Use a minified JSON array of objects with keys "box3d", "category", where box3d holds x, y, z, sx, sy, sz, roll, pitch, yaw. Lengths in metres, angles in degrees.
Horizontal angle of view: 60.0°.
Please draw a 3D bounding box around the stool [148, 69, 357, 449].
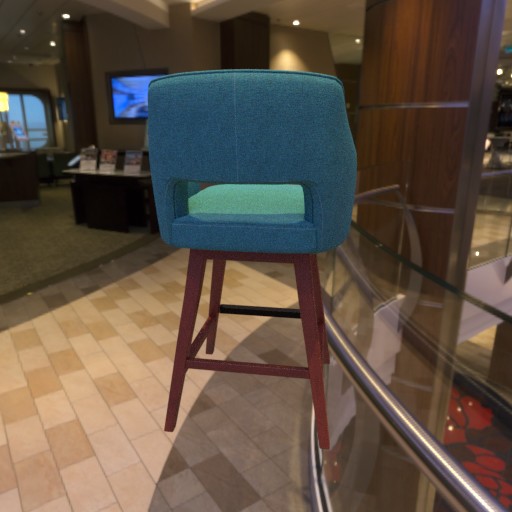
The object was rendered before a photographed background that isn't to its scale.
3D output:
[{"box3d":[0.000,0.000,1.301,0.548,0.961,0.556,3,17,9],"category":"stool"}]
